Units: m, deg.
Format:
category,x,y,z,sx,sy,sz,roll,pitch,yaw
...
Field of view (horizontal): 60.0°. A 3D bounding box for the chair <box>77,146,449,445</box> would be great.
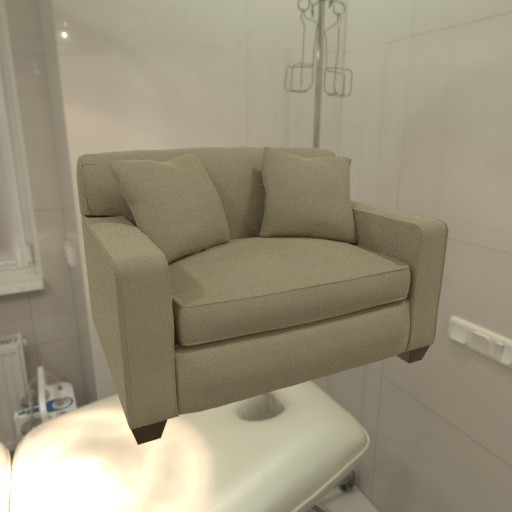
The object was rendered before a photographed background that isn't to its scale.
category,x,y,z,sx,sy,sz,roll,pitch,yaw
chair,0.000,0.000,2.015,1.383,0.948,1.000,-8,18,-25
